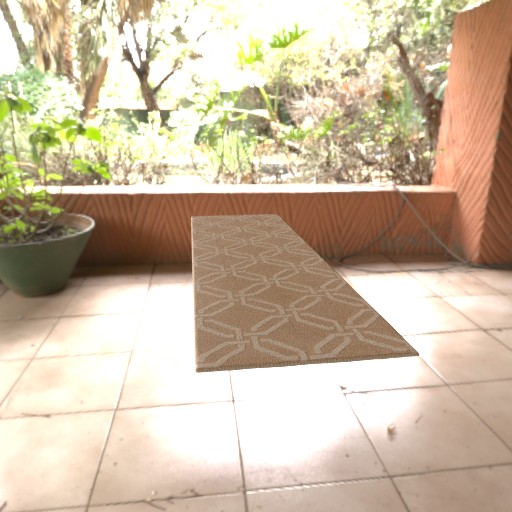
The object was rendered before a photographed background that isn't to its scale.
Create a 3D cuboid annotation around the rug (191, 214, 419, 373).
[{"bbox_3d":[0.000,0.000,2.378,0.678,0.014,2.276,-2,16,-8],"label":"rug"}]
